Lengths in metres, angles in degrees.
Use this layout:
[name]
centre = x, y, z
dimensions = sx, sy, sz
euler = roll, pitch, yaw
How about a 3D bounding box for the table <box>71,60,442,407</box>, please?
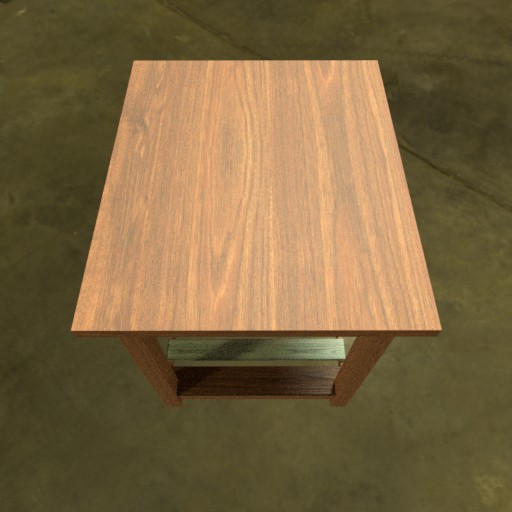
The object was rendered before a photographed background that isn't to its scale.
[table]
centre = 0.000, 0.000, 1.111
dimensions = 0.559, 0.635, 0.660
euler = 0, 58, 0
